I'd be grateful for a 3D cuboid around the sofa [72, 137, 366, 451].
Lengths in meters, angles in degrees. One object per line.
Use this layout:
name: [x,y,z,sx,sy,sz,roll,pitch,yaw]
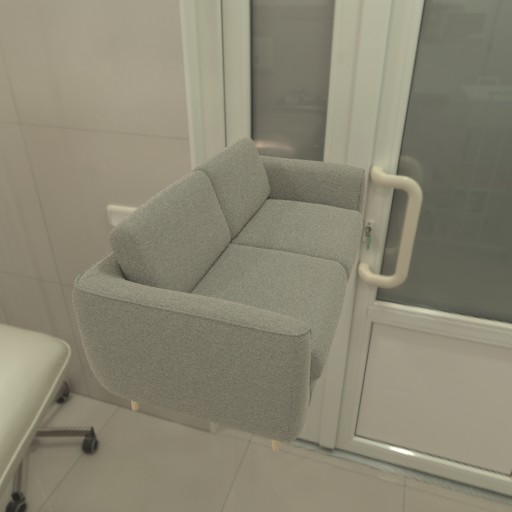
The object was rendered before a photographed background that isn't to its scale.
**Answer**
sofa: [0.000,0.000,2.171,0.920,0.850,1.700,9,31,16]
